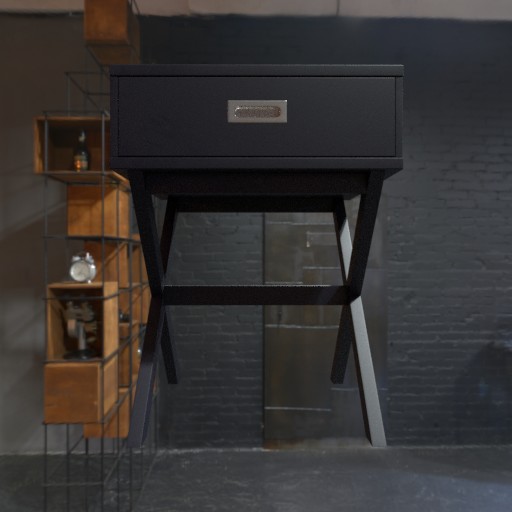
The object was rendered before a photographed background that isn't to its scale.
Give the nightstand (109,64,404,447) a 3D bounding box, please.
[{"bbox_3d":[0.000,0.000,0.921,0.479,0.623,0.402,0,0,0],"label":"nightstand"}]
